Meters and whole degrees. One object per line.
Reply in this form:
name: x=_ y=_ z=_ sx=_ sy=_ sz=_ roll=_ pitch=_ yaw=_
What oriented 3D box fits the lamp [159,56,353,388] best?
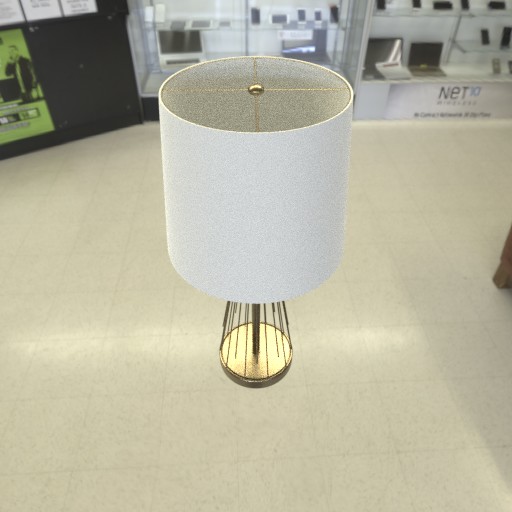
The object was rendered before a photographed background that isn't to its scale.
lamp: x=0.000 y=0.000 z=0.798 sx=0.303 sy=0.618 sz=0.303 roll=0 pitch=42 yaw=0
